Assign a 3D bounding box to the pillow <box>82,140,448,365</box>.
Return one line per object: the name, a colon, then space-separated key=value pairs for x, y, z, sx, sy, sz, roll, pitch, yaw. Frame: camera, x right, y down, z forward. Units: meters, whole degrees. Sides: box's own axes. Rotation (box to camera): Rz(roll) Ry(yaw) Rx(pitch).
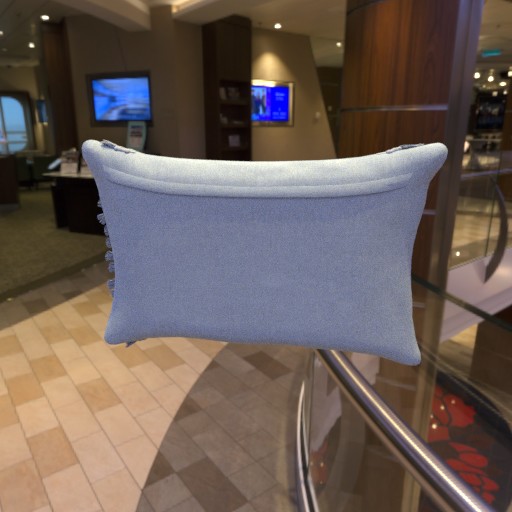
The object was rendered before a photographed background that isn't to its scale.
pillow: x=0.000 y=0.000 z=0.603 sx=0.466 sy=0.305 sz=0.084 roll=2 pitch=17 yaw=7
